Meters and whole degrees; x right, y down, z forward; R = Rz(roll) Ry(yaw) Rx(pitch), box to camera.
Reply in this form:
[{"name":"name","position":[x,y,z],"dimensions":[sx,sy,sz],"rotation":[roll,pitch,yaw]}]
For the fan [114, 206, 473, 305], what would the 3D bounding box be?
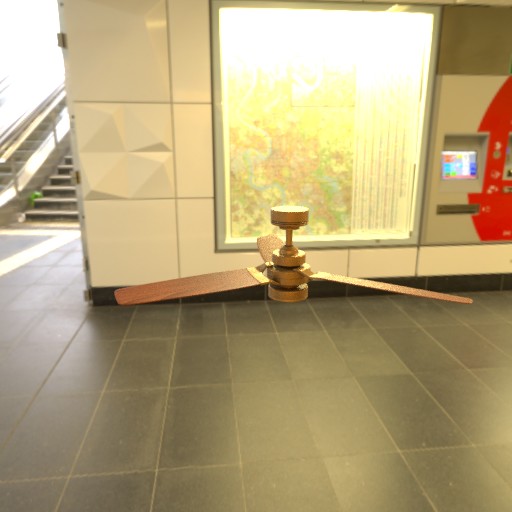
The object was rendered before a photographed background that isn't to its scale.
[{"name":"fan","position":[0.000,0.000,2.033],"dimensions":[1.271,0.425,1.416],"rotation":[-7,17,-25]}]
